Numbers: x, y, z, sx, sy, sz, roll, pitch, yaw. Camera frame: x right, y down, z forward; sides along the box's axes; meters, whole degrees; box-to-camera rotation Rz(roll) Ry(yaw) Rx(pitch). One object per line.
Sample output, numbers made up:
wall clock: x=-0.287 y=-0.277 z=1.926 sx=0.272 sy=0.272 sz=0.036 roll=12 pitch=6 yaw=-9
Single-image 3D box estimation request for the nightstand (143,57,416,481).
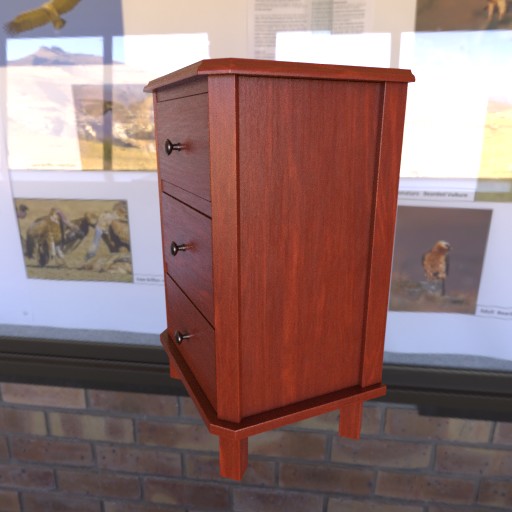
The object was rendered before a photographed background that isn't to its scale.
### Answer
nightstand: x=0.000 y=0.000 z=0.904 sx=0.351 sy=0.681 sz=0.435 roll=-7 pitch=18 yaw=-24
